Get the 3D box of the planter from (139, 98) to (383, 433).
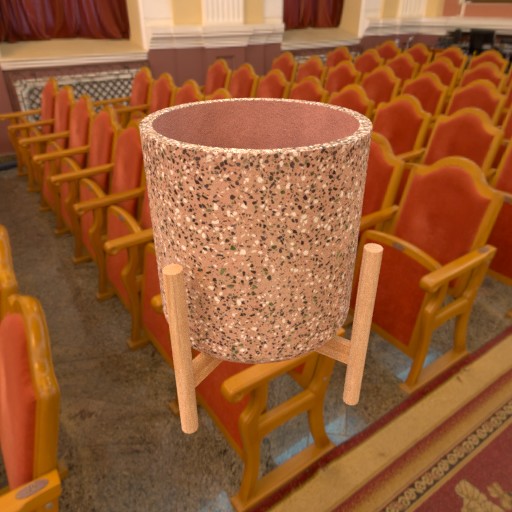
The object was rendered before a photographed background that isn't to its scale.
[{"bbox_3d":[0.000,0.000,0.695,0.360,0.419,0.360,-19,35,-29],"label":"planter"}]
